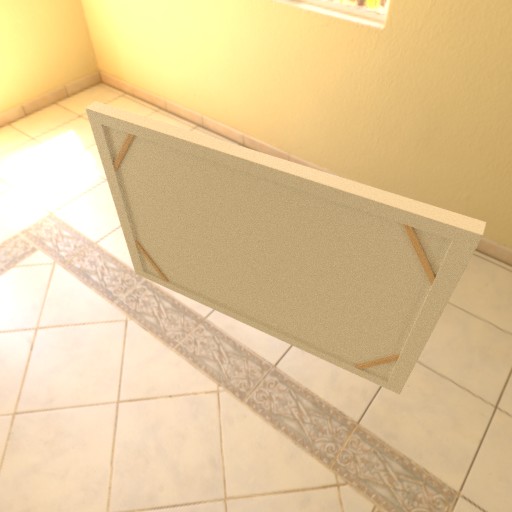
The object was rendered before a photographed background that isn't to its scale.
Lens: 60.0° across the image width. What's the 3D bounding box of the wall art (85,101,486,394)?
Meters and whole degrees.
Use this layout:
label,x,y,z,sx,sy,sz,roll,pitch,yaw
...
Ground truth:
label,x,y,z,sx,sy,sz,roll,pitch,yaw
wall art,0.000,0.000,1.150,0.914,0.609,0.038,22,51,19
